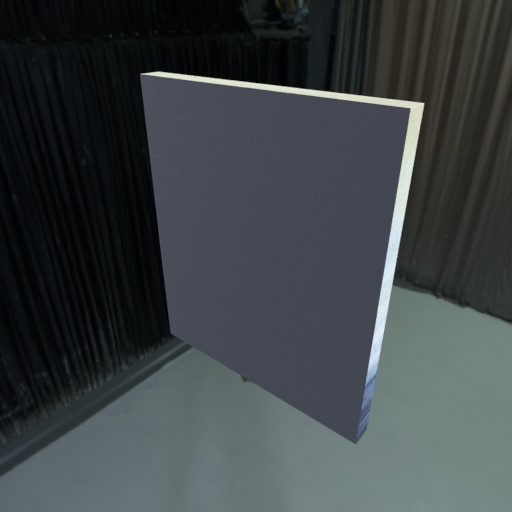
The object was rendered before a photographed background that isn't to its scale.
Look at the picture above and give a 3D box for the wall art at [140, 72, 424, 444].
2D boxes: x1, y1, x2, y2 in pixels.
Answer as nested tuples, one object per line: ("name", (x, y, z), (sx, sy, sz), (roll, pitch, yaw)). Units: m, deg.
("wall art", (0.000, 0.000, 0.706), (0.435, 0.511, 0.037), (22, 36, 33))
